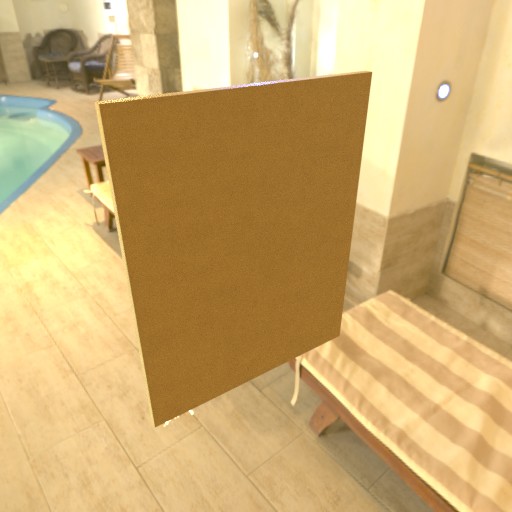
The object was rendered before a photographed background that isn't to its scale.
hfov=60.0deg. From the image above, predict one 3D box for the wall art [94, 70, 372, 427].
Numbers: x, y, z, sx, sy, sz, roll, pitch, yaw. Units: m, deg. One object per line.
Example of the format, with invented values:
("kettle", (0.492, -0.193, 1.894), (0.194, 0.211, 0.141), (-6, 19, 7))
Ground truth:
("wall art", (0.000, 0.000, 1.368), (0.798, 1.002, 0.030), (-19, 35, -29))
